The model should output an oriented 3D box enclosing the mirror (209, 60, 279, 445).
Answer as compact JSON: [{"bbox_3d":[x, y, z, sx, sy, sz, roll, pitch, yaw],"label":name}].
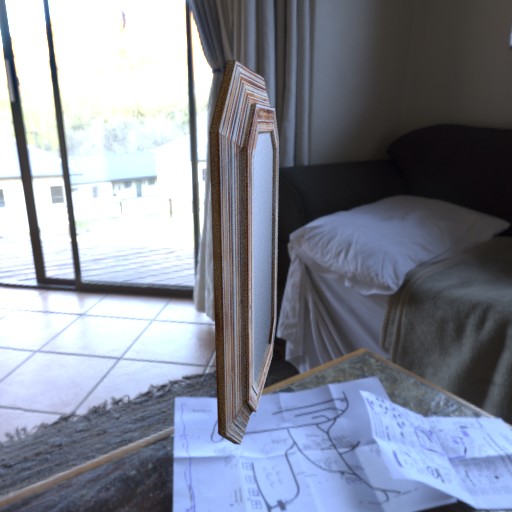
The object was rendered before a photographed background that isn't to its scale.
[{"bbox_3d":[0.000,0.000,1.304,0.061,1.015,0.709,3,17,10],"label":"mirror"}]
